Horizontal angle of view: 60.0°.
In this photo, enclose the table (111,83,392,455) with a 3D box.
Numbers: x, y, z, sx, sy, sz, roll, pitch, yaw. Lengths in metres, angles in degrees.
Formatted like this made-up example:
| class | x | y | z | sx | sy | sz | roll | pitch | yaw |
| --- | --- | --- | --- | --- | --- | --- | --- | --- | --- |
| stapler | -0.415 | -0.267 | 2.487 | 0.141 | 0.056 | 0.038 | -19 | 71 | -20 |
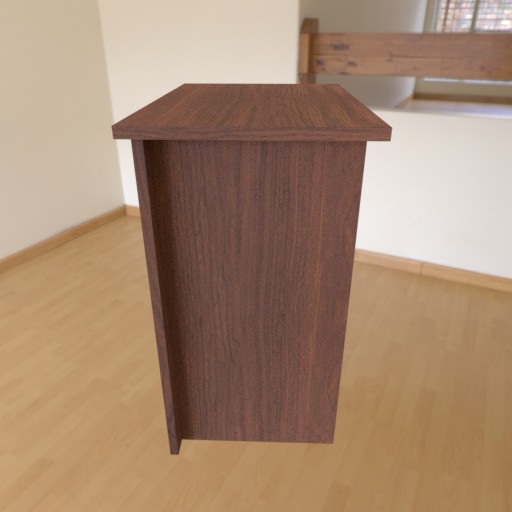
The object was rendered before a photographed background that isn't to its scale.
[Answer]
| class | x | y | z | sx | sy | sz | roll | pitch | yaw |
| --- | --- | --- | --- | --- | --- | --- | --- | --- | --- |
| table | 0.000 | 0.000 | 1.056 | 0.406 | 0.711 | 0.589 | 1 | 27 | 2 |
